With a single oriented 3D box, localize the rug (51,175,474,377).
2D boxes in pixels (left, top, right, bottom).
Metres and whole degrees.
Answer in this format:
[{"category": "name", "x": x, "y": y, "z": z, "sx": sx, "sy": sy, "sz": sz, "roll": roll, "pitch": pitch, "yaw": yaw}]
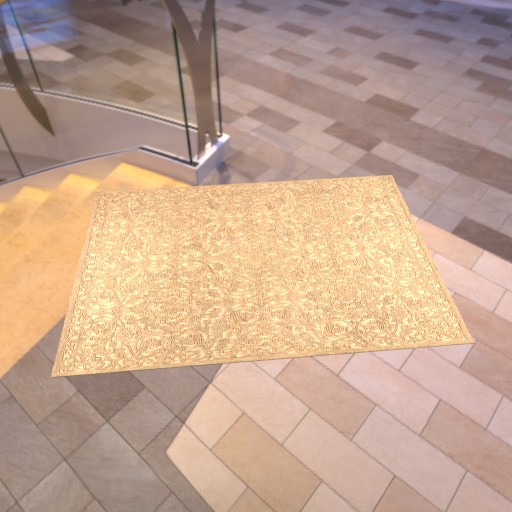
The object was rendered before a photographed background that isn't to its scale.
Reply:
[{"category": "rug", "x": 0.000, "y": 0.000, "z": 2.317, "sx": 1.827, "sy": 0.006, "sz": 1.221, "roll": -4, "pitch": 47, "yaw": -4}]
